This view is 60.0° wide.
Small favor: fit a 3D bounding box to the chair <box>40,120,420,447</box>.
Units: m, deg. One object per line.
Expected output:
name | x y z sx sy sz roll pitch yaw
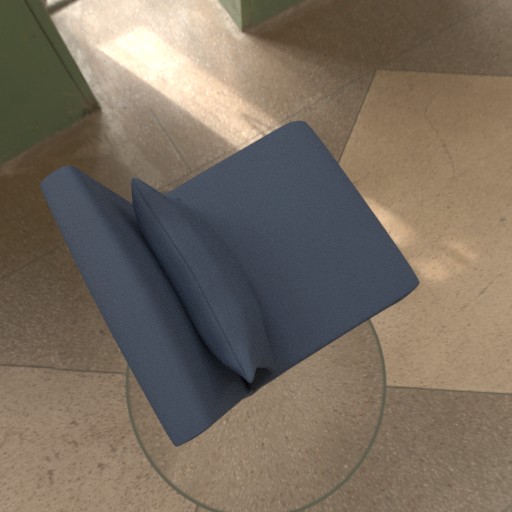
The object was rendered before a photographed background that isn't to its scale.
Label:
chair | 0.000 0.000 1.502 0.900 0.808 0.770 -30 77 -8
